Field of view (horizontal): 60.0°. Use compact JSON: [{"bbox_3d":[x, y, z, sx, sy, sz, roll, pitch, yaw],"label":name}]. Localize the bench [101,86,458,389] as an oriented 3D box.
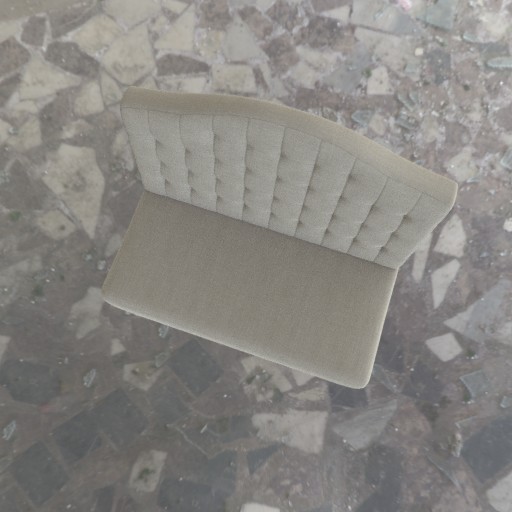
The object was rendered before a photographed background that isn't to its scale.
[{"bbox_3d":[0.000,0.000,2.017,1.335,1.180,0.815,18,75,5],"label":"bench"}]
